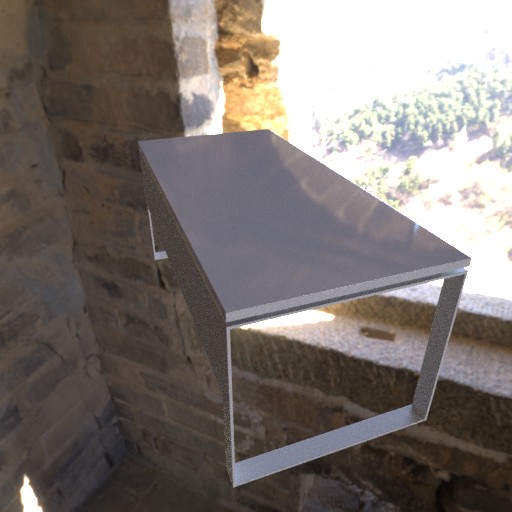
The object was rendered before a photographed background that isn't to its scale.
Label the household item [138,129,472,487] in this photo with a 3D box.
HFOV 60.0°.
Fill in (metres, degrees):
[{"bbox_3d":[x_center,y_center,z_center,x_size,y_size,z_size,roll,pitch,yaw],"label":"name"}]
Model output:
[{"bbox_3d":[0.000,0.000,2.133,0.800,0.745,1.700,-11,32,-18],"label":"household item"}]
